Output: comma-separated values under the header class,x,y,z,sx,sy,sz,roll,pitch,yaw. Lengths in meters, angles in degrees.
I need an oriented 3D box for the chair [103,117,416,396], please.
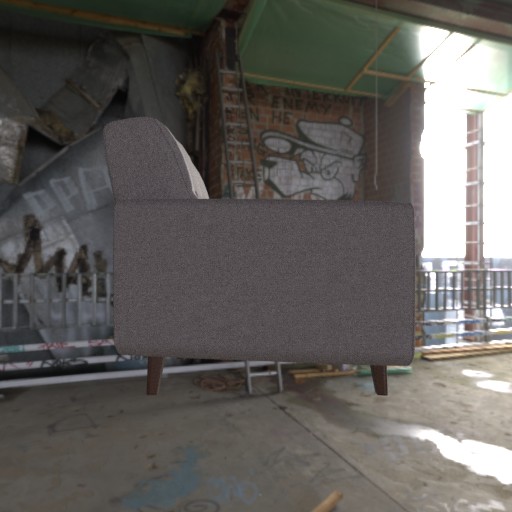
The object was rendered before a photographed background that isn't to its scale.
class,x,y,z,sx,sy,sz,roll,pitch,yaw
chair,0.000,0.000,1.587,0.907,0.839,0.831,0,0,0
